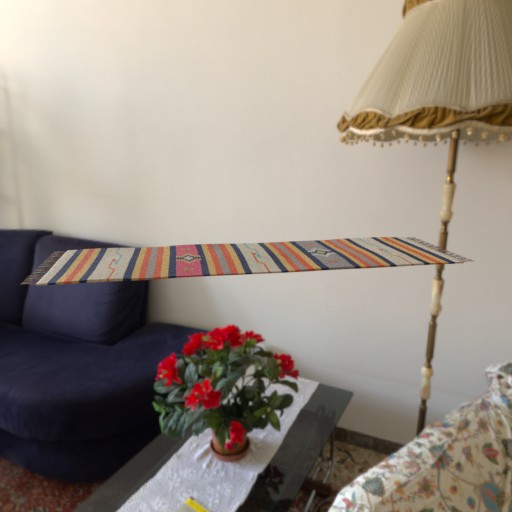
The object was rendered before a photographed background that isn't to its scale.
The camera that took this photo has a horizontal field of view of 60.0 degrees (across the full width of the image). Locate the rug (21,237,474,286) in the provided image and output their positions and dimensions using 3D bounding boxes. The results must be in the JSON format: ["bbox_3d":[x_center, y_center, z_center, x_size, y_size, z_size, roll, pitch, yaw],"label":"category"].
[{"bbox_3d":[0.000,0.000,2.670,2.455,0.017,0.695,-3,15,-10],"label":"rug"}]
